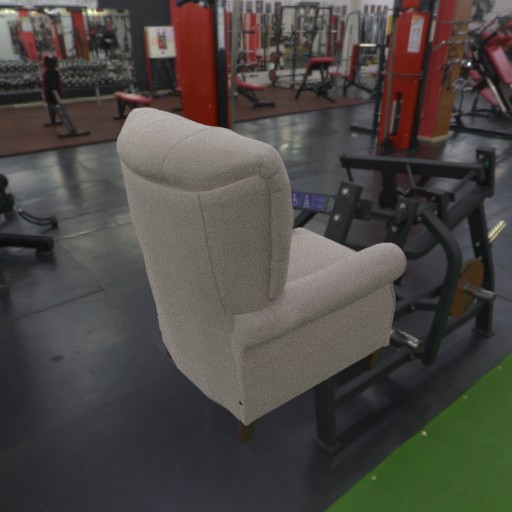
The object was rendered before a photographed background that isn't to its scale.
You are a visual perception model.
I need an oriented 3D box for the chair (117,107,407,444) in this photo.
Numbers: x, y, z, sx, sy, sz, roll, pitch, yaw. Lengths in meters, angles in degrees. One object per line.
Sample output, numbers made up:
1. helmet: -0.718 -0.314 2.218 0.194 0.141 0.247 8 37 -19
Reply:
1. chair: 0.000 0.000 1.905 1.025 1.209 0.942 -18 32 -31
